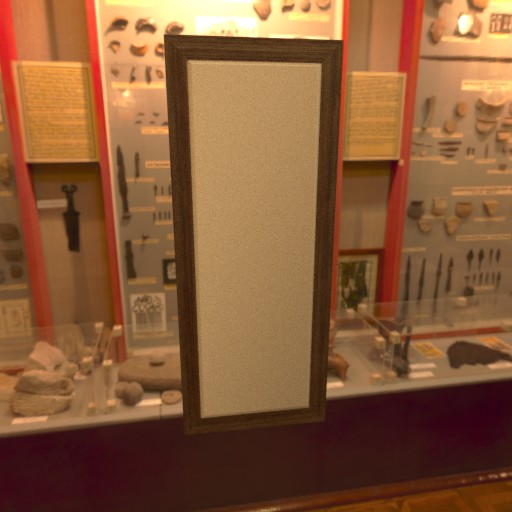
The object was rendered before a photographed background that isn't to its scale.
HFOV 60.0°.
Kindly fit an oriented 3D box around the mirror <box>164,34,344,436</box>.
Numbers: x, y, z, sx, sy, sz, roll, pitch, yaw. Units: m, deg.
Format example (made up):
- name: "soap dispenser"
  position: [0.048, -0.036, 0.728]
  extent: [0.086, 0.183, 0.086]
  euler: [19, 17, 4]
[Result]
- name: "mirror"
  position: [0.000, 0.000, 2.262]
  extent: [0.812, 2.032, 0.025]
  euler: [-3, 16, -9]
